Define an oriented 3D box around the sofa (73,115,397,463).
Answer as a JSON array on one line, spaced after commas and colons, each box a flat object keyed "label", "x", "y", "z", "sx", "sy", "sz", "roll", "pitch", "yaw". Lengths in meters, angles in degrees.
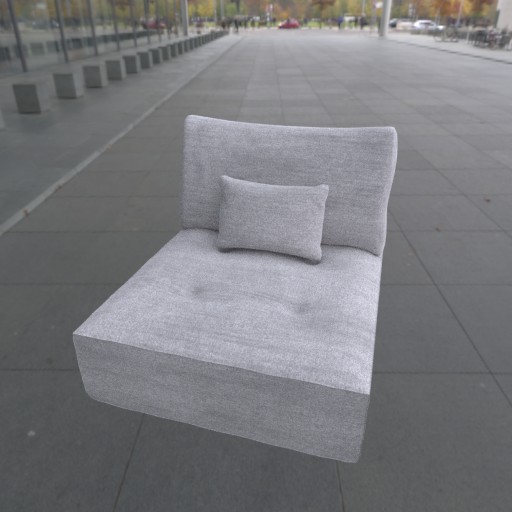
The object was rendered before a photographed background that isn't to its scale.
[{"label": "sofa", "x": 0.000, "y": 0.000, "z": 1.665, "sx": 0.930, "sy": 0.820, "sz": 1.000, "roll": 8, "pitch": 29, "yaw": 14}]
